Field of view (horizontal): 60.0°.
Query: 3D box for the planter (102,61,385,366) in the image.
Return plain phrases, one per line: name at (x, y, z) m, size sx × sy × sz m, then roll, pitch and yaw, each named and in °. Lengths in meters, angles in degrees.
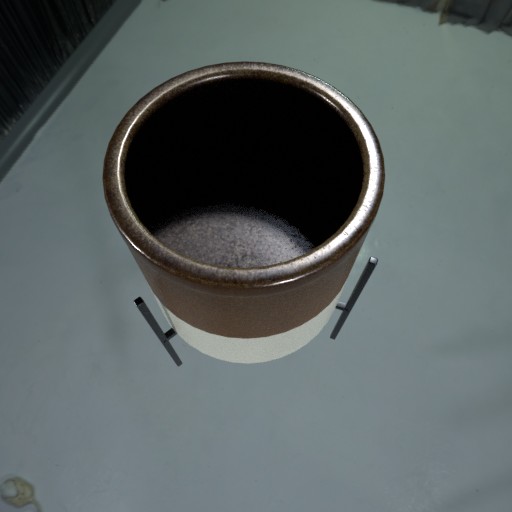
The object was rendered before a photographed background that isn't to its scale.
planter at (0.000, 0.000, 0.551) m, size 0.269 × 0.375 × 0.255 m, roll 17°, pitch 64°, yaw 8°
